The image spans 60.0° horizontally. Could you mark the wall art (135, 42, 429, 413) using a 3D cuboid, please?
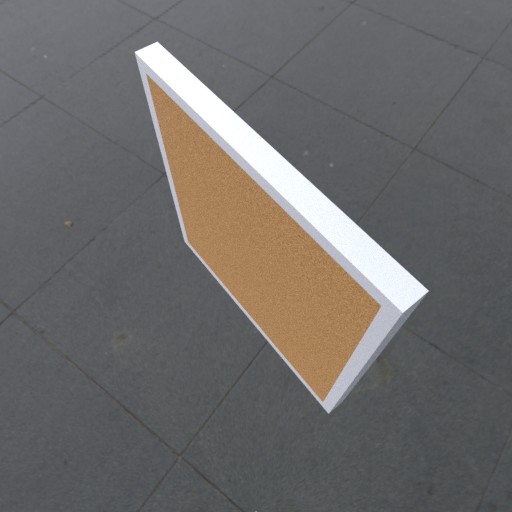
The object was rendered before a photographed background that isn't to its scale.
[{"bbox_3d":[0.000,0.000,0.755,0.038,0.508,0.507,-34,66,-18],"label":"wall art"}]
